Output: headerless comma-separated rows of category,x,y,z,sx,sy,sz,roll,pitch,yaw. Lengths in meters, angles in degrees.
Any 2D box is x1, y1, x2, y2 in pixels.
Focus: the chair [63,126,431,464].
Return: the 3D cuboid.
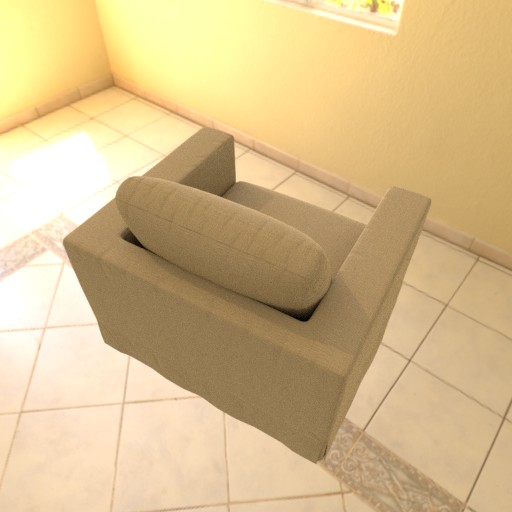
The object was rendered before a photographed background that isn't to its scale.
chair,0.000,0.000,1.845,1.150,0.878,0.957,23,51,20
